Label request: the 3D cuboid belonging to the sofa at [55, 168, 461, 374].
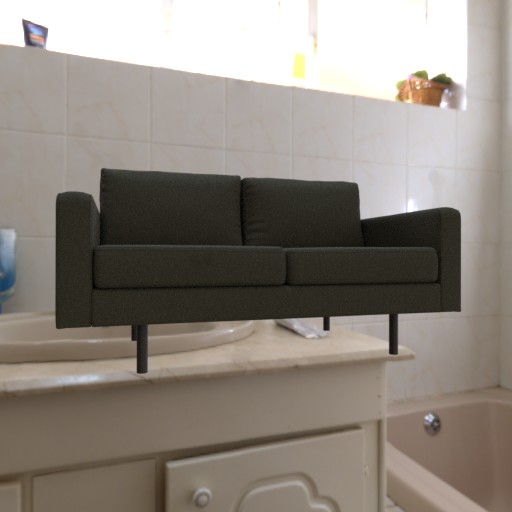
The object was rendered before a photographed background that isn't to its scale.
[{"bbox_3d":[0.000,0.000,2.201,1.730,0.897,0.889,0,0,-17],"label":"sofa"}]
